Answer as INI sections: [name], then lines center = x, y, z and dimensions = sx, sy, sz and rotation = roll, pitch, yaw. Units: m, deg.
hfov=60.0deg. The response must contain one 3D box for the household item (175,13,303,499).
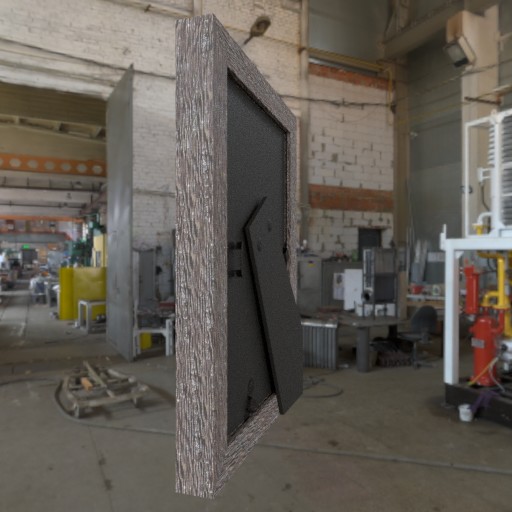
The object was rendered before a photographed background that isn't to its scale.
[household item]
center = 0.000, 0.000, 0.229
dimensions = 0.020, 0.180, 0.133
rotation = 0, 0, 19
